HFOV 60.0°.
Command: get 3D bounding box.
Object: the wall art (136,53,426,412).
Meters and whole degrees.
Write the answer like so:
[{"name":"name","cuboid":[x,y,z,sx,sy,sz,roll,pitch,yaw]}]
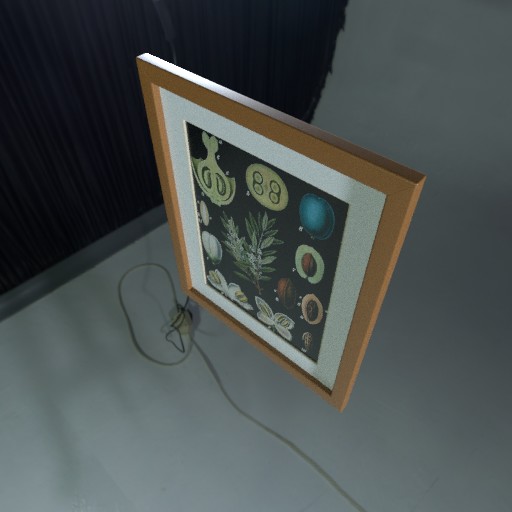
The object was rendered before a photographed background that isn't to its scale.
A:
[{"name":"wall art","cuboid":[0.000,0.000,0.518,0.310,0.379,0.015,33,55,26]}]
